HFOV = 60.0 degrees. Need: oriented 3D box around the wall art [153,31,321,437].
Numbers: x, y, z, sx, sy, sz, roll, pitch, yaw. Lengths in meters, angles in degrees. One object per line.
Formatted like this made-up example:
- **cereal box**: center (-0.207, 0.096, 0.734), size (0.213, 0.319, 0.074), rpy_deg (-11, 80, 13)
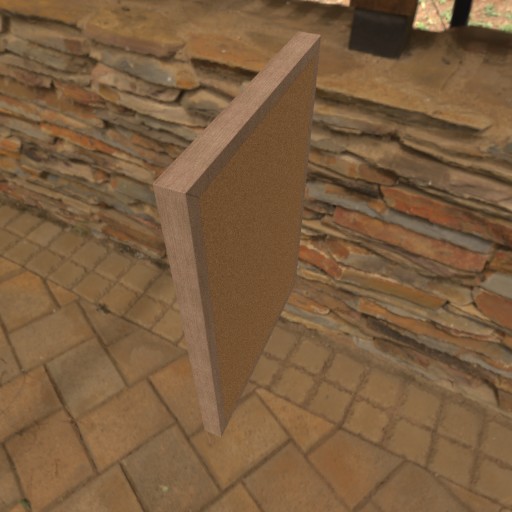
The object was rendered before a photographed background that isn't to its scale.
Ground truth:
- **wall art**: center (0.000, 0.000, 0.656), size (0.031, 0.509, 0.356), rpy_deg (18, 49, 16)
